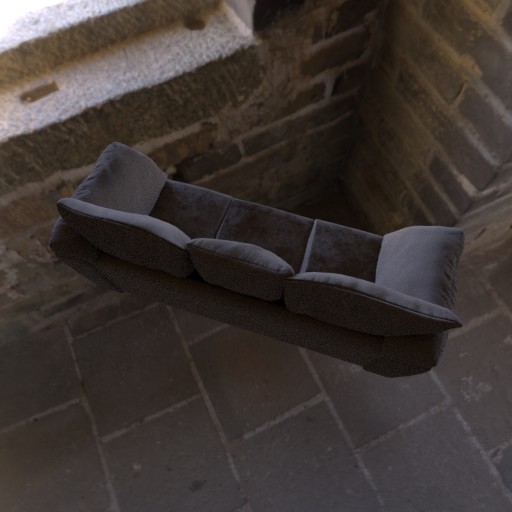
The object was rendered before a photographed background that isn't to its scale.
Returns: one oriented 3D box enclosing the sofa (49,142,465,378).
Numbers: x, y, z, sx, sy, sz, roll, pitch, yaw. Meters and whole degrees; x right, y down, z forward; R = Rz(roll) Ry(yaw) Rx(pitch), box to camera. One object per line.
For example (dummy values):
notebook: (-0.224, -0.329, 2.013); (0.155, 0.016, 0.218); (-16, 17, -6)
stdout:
sofa: (0.000, 0.000, 2.786); (2.336, 1.073, 0.878); (16, 64, 8)
